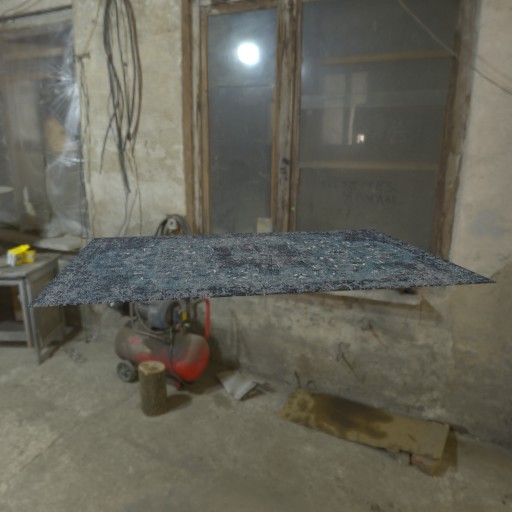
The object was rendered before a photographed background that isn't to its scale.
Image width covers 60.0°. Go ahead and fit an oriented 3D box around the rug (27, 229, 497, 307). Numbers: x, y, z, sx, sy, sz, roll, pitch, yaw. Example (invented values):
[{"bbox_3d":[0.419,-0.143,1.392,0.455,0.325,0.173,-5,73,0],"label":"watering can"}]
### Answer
[{"bbox_3d":[0.000,0.000,2.281,1.828,0.005,1.219,-2,14,-9],"label":"rug"}]
